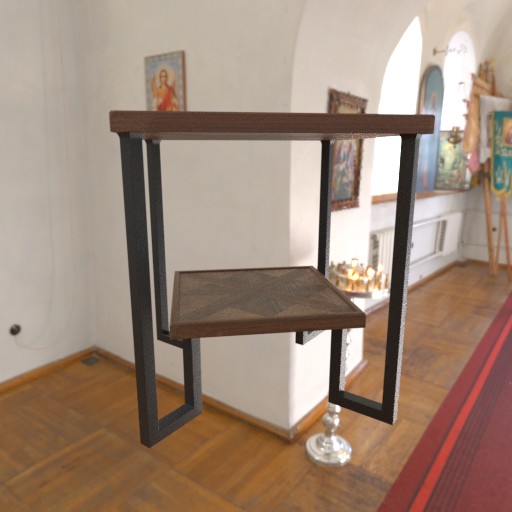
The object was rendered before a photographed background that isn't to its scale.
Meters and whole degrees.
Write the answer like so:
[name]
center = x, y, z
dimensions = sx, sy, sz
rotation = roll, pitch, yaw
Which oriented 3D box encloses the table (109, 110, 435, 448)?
[table]
center = 0.000, 0.000, 0.975
dimensions = 0.503, 0.563, 0.503
rotation = -2, 13, -8
